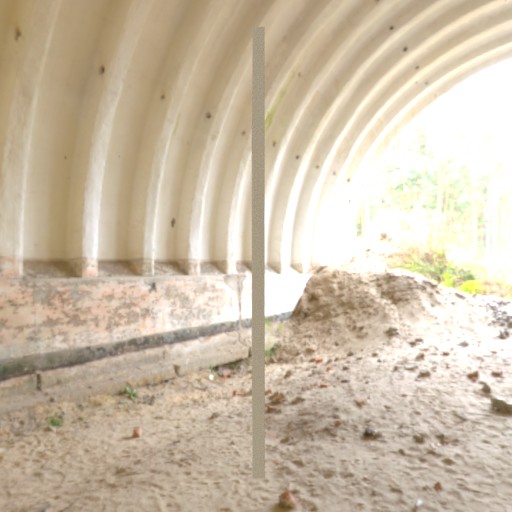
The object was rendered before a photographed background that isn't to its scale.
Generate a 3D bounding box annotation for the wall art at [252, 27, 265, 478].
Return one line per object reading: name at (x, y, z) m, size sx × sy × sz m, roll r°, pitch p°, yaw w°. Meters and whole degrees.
wall art at (0.000, 0.000, 0.677) m, size 0.012 × 0.457 × 0.457 m, roll 0°, pitch -2°, yaw -1°
